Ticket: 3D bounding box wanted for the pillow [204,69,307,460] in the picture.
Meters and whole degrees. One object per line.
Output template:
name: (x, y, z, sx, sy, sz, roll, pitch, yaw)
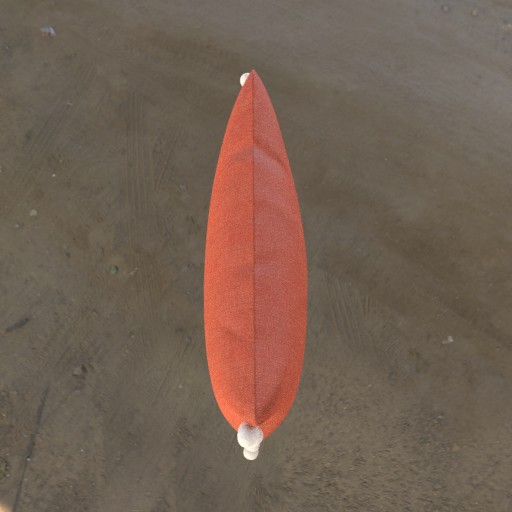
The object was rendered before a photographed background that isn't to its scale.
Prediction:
pillow: (0.000, 0.000, 0.859, 0.201, 0.322, 0.709, 0, 63, 0)
